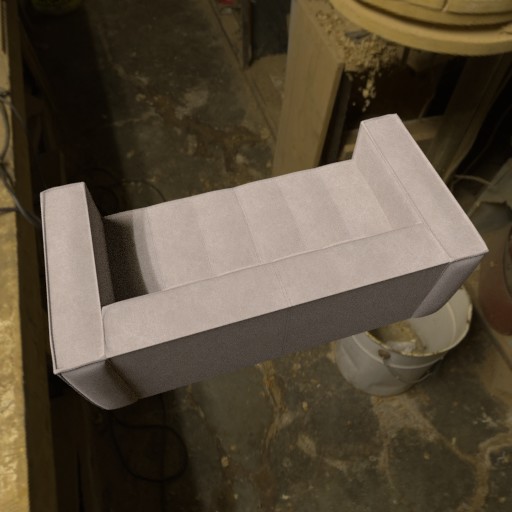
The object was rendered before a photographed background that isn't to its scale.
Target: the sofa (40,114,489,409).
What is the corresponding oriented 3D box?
[{"bbox_3d":[0.000,0.000,2.402,1.995,0.680,1.038,-15,59,-9],"label":"sofa"}]
